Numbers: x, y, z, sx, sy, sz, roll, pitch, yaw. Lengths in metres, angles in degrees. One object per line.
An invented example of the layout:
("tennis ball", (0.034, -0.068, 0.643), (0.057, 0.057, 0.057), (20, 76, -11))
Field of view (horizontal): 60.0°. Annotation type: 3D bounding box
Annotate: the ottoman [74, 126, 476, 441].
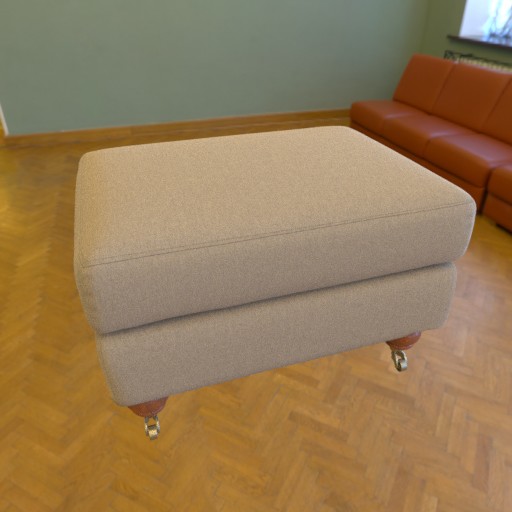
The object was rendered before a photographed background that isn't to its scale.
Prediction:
("ottoman", (0.000, 0.000, 1.085), (0.773, 0.497, 0.574), (-10, 33, -16))
